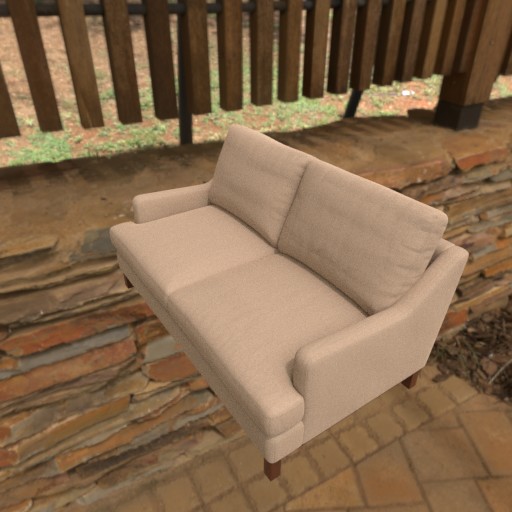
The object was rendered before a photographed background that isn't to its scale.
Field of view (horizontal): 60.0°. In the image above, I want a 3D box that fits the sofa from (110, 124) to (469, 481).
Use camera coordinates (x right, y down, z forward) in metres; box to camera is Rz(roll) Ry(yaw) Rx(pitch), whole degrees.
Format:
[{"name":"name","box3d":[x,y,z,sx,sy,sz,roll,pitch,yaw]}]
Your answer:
[{"name":"sofa","box3d":[0.000,0.000,2.218,1.004,0.910,1.619,-20,37,-29]}]
